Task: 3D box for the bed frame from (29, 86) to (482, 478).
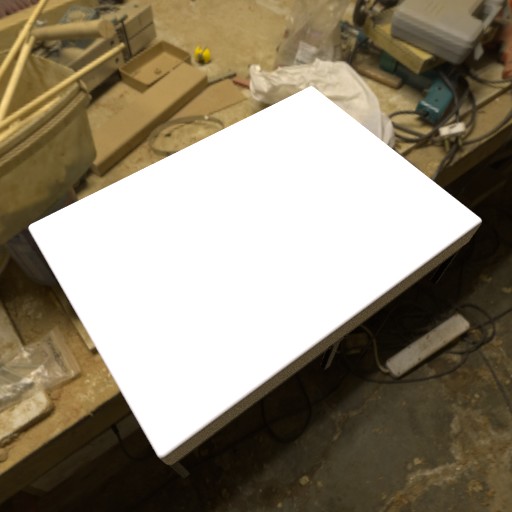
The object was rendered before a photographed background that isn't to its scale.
[{"bbox_3d":[0.000,0.000,2.597,1.956,0.659,1.408,-32,63,-19],"label":"bed frame"}]
